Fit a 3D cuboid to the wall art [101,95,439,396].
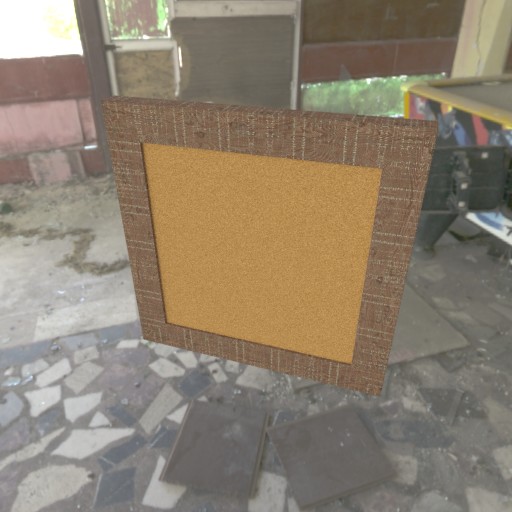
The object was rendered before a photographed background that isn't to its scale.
[{"bbox_3d":[0.000,0.000,0.824,0.531,0.531,0.040,10,33,15],"label":"wall art"}]
